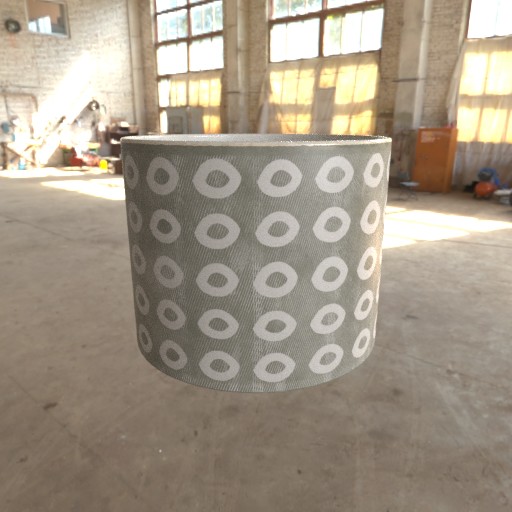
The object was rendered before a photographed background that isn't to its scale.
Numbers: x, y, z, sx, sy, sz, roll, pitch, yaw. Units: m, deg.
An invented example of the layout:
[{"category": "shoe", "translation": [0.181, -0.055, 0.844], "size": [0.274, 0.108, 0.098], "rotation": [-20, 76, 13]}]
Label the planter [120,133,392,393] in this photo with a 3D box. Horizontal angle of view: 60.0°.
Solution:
[{"category": "planter", "translation": [0.000, 0.000, 0.459], "size": [0.250, 0.239, 0.250], "rotation": [0, 17, 0]}]
